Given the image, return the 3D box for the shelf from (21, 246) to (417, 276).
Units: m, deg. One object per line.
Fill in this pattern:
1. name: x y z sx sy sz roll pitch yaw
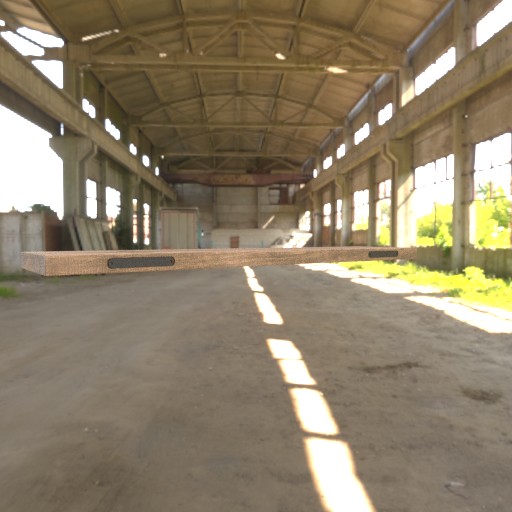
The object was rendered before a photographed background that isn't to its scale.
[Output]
1. shelf: 0.000 0.000 0.666 0.610 0.020 0.140 -2 3 -36
